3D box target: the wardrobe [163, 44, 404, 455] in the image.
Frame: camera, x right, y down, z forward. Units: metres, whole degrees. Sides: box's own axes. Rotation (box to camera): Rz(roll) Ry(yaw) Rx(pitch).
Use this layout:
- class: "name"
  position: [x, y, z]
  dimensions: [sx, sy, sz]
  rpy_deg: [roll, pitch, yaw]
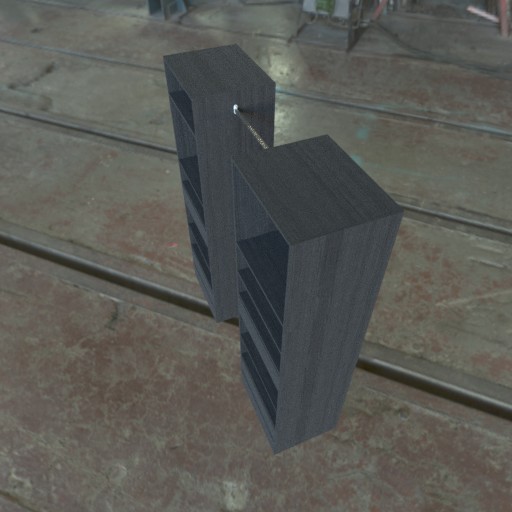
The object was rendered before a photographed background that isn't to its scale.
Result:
- class: "wardrobe"
  position: [0.000, 0.000, 2.909]
  dimensions: [0.480, 2.000, 1.770]
  rpy_deg: [-17, 49, -16]
